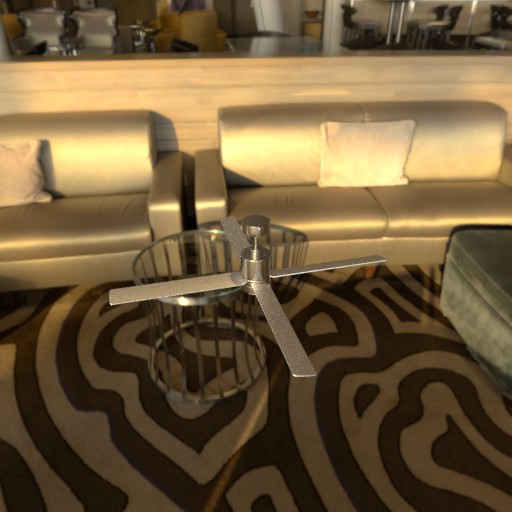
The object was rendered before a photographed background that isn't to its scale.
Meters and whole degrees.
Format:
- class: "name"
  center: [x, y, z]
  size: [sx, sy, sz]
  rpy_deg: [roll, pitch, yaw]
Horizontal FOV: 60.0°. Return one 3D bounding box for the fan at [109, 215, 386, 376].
- class: "fan"
  center: [0.000, 0.000, 2.024]
  size: [1.322, 0.355, 1.322]
  rpy_deg: [-8, 31, -13]
